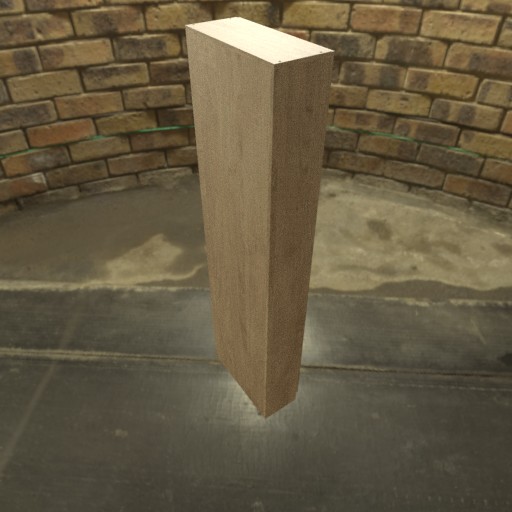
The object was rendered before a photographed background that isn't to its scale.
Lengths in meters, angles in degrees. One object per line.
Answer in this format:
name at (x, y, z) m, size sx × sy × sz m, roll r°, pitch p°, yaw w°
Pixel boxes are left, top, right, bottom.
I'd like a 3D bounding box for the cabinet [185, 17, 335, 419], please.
cabinet at (0.000, 0.000, 1.957) m, size 0.230 × 1.790 × 0.500 m, roll -24°, pitch 46°, yaw -26°
